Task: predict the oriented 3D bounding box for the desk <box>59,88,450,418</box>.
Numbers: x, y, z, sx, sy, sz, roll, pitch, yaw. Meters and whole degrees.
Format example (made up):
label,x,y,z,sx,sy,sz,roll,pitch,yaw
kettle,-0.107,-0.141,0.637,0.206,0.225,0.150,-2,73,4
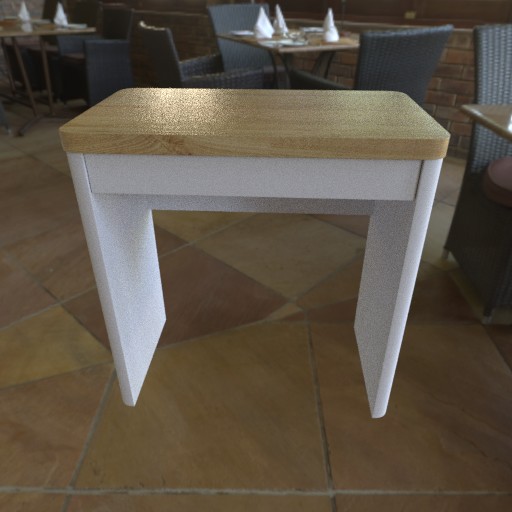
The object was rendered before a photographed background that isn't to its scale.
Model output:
label,x,y,z,sx,sy,sz,roll,pitch,yaw
desk,0.000,0.000,1.220,0.760,0.790,0.440,2,31,3
